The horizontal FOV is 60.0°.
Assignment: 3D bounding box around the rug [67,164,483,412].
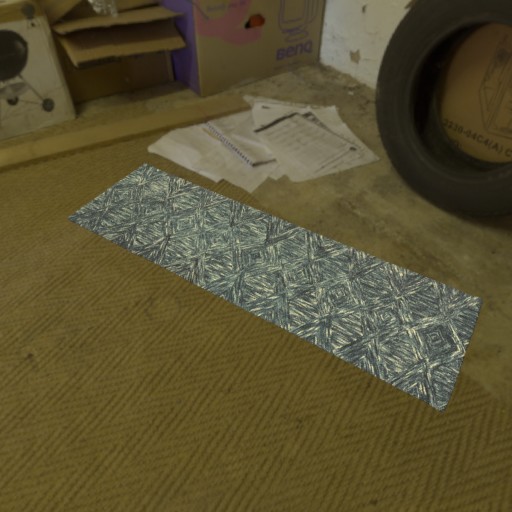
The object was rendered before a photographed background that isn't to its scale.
[{"bbox_3d":[0.000,0.000,2.482,2.306,0.013,0.719,24,50,22],"label":"rug"}]
